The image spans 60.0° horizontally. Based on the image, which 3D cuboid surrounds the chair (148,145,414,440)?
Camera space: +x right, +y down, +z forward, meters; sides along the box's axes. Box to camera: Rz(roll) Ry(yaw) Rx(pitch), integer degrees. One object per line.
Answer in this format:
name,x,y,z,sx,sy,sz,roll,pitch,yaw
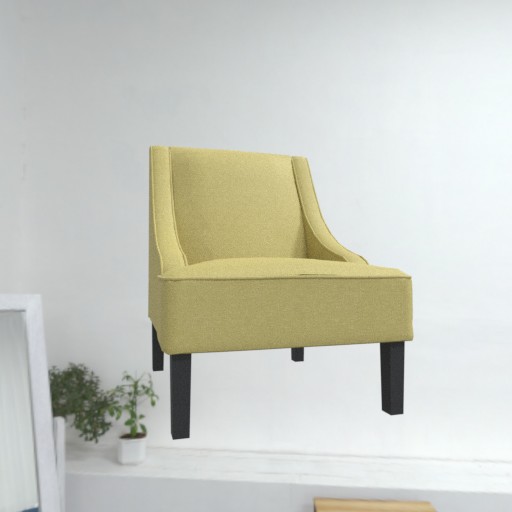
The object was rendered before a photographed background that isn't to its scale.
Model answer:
chair,0.000,0.000,1.515,0.696,0.896,0.814,0,-1,-17
